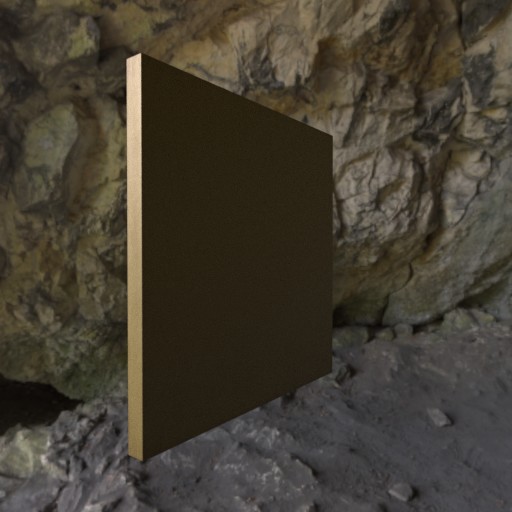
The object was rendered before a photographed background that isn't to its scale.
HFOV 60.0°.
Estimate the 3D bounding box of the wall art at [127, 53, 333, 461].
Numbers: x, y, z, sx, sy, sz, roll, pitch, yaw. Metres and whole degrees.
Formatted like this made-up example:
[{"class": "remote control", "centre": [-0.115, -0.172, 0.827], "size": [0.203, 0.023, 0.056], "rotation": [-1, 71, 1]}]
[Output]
[{"class": "wall art", "centre": [0.000, 0.000, 0.756], "size": [0.030, 0.506, 0.503], "rotation": [1, 1, 37]}]
